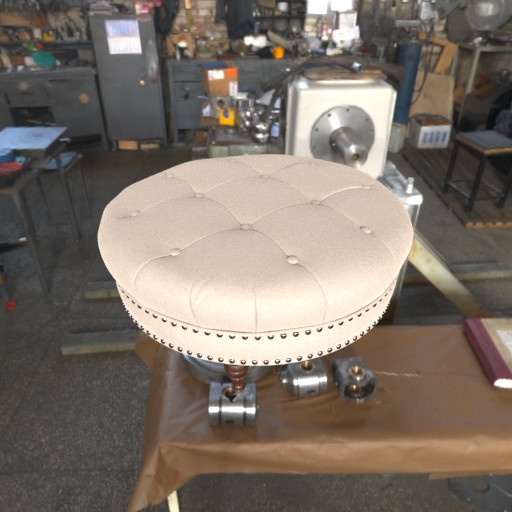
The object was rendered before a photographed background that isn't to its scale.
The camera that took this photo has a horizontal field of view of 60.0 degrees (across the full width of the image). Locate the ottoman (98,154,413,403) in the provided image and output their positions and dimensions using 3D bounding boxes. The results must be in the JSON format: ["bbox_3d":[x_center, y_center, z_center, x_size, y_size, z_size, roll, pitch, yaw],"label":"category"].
[{"bbox_3d":[0.000,0.000,1.392,0.901,0.439,0.901,0,32,0],"label":"ottoman"}]
